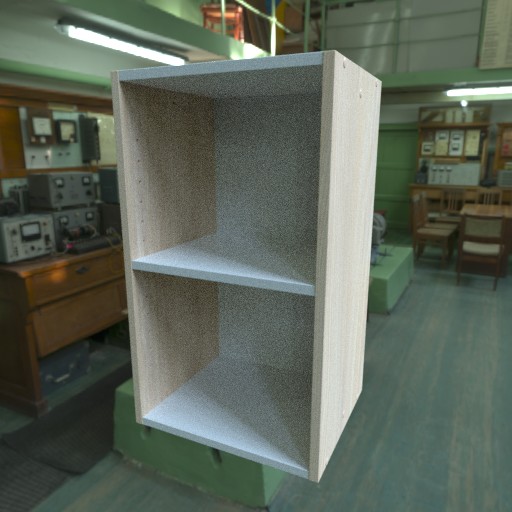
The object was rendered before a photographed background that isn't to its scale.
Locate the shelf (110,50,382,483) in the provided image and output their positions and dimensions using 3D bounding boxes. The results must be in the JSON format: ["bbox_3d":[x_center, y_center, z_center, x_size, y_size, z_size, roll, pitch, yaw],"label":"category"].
[{"bbox_3d":[0.000,0.000,0.792,0.350,0.600,0.290,7,15,25],"label":"shelf"}]
